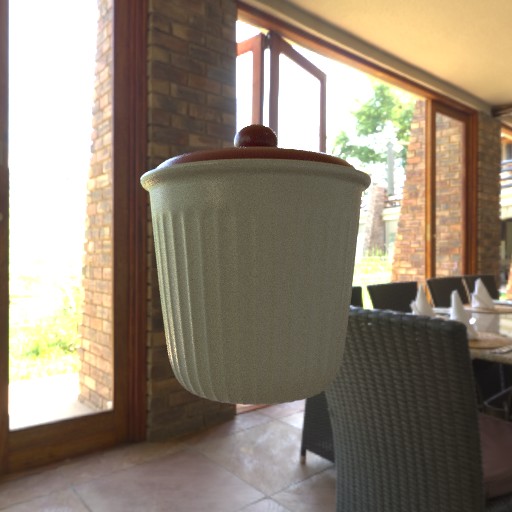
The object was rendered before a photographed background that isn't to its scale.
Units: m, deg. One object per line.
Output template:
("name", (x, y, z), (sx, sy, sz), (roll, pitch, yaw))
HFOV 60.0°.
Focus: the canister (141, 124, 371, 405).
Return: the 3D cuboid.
("canister", (0.000, 0.000, 0.359), (0.181, 0.211, 0.181), (0, 0, 0))
